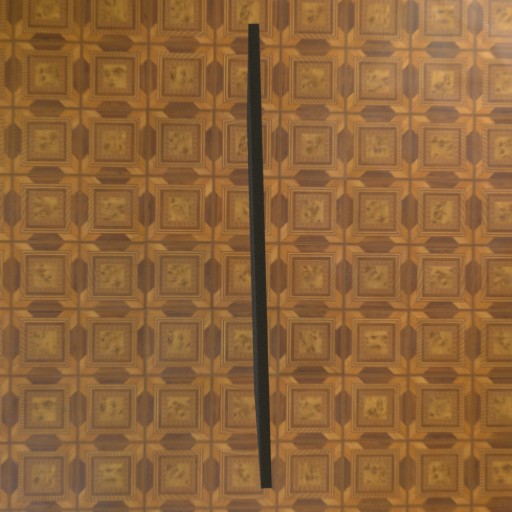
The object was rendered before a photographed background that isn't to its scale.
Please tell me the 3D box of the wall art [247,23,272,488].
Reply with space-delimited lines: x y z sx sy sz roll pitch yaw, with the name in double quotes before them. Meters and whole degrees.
"wall art" 0.000 0.000 1.248 0.049 0.659 0.964 0 90 -1
